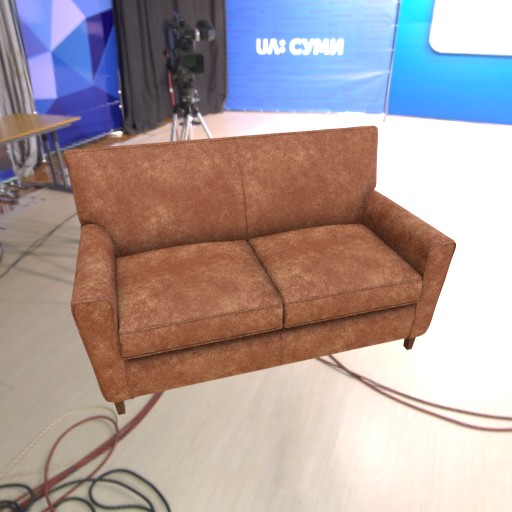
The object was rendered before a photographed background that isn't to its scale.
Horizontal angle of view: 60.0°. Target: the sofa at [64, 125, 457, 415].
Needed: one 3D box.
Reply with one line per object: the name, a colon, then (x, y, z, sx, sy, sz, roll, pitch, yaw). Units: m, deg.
sofa: (0.000, 0.000, 1.968, 1.473, 0.871, 0.787, -9, 32, -14)
